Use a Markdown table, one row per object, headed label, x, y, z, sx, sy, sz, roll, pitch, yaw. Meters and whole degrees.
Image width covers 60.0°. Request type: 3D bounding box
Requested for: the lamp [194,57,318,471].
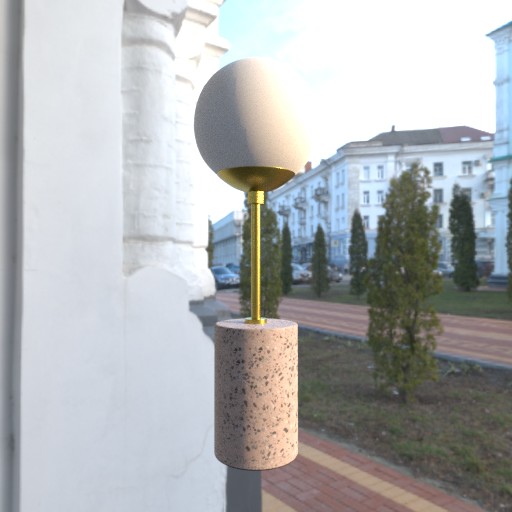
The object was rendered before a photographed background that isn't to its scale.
| label | x | y | z | sx | sy | sz | roll | pitch | yaw |
| --- | --- | --- | --- | --- | --- | --- | --- | --- | --- |
| lamp | 0.000 | 0.000 | 0.548 | 0.153 | 0.480 | 0.153 | 0 | -1 | 0 |
